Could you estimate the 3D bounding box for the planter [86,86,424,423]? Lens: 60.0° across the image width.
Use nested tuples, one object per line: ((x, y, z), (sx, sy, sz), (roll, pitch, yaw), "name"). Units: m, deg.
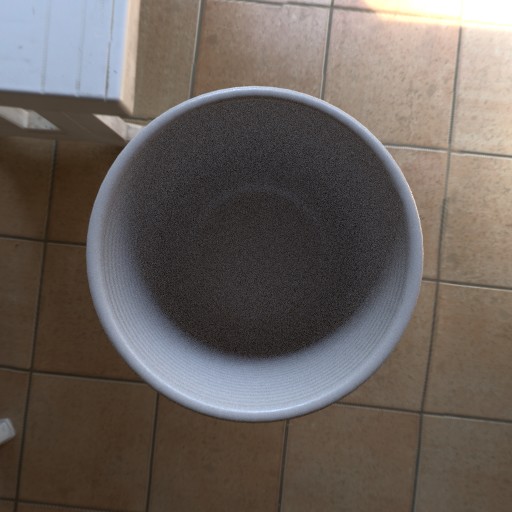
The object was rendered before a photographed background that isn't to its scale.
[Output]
((0.000, 0.000, 0.215), (0.124, 0.109, 0.124), (0, 89, 1), "planter")
